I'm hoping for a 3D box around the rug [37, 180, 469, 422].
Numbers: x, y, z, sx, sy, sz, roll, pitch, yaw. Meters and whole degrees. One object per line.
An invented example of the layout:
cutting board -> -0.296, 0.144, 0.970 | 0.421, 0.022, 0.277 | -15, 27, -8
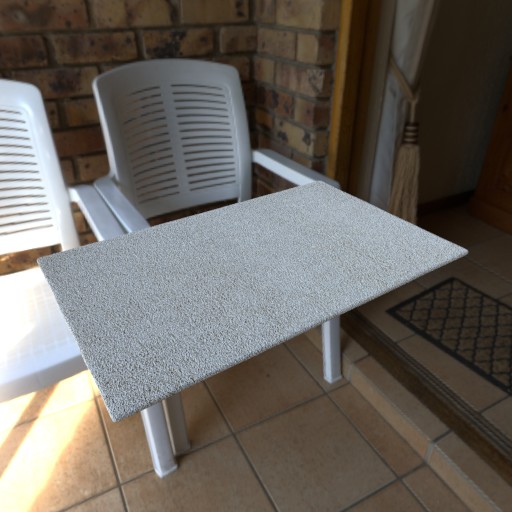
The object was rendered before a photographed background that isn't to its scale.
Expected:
rug -> 0.000, 0.000, 2.939 | 2.438, 0.030, 1.524 | -19, 36, -28
